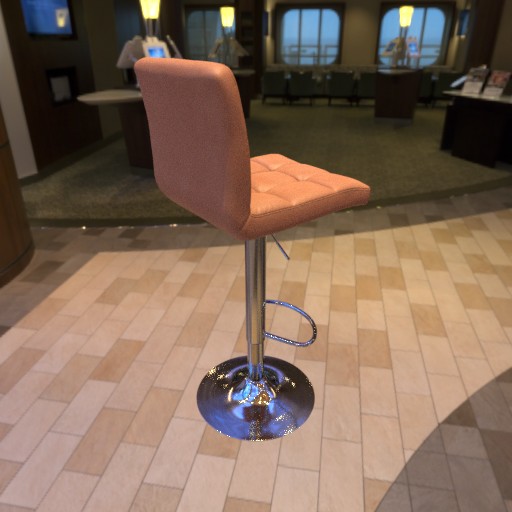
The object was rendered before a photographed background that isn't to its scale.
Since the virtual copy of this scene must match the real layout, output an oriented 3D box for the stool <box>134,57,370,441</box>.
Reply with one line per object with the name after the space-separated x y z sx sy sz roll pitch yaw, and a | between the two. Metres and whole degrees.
0.000 0.000 1.357 0.505 1.115 0.430 -18 31 -32 | stool
